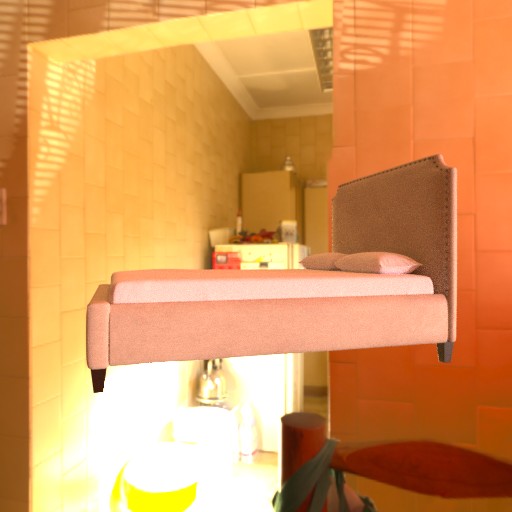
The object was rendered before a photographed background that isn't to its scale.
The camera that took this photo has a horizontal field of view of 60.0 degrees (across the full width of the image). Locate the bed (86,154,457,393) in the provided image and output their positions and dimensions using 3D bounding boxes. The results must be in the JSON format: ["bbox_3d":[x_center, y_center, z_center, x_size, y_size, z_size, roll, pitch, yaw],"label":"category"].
[{"bbox_3d":[0.000,0.000,3.441,2.372,1.443,1.712,0,0,-18],"label":"bed"}]
